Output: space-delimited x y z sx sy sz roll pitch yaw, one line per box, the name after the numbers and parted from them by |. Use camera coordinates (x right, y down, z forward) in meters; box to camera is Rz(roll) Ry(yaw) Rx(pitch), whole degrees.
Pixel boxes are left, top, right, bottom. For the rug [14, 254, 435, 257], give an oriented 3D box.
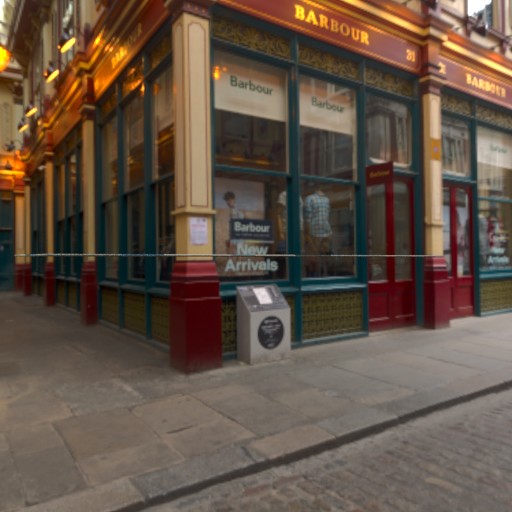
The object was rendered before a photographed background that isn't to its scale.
0.000 0.000 2.619 2.437 0.008 0.774 0 0 -35 | rug
